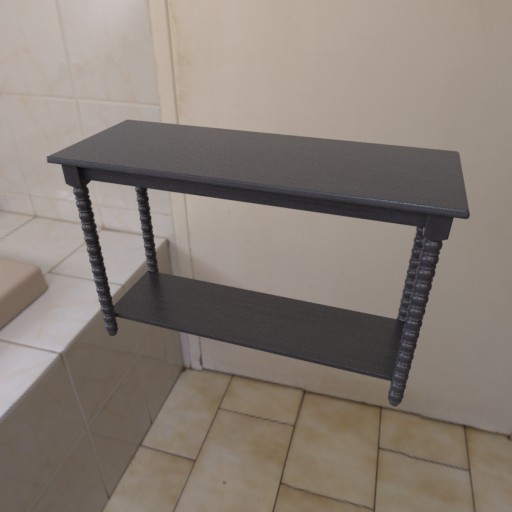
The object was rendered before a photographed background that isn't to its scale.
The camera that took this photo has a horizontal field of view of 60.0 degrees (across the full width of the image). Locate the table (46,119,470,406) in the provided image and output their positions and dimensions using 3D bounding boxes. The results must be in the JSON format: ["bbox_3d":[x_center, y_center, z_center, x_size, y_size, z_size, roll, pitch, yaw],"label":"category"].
[{"bbox_3d":[0.000,0.000,1.545,1.184,0.735,0.459,10,33,15],"label":"table"}]
